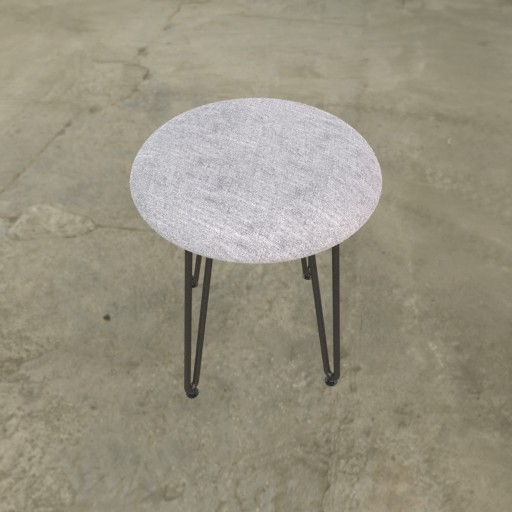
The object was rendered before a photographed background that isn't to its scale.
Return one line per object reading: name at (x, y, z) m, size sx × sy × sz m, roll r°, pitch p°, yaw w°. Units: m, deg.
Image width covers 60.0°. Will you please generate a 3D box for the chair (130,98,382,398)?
chair at (0.000, 0.000, 0.669) m, size 0.350 × 0.386 × 0.350 m, roll 31°, pitch 54°, yaw 26°
